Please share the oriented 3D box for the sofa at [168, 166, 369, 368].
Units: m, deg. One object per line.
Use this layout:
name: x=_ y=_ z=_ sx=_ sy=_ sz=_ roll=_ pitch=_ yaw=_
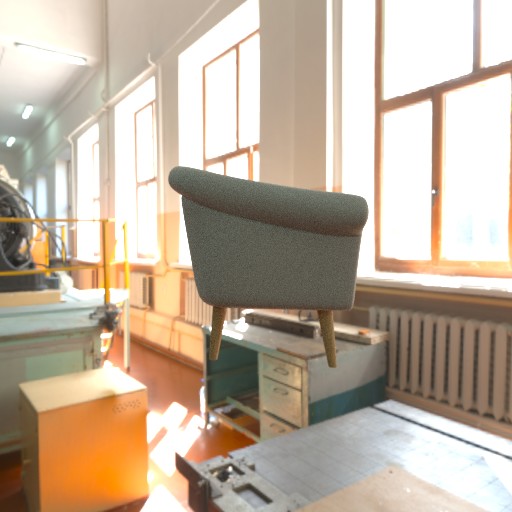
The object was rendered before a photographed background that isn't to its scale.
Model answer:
sofa: x=0.000 y=0.000 z=2.614 sx=0.827 sy=0.795 sz=2.160 roll=0 pitch=1 yaw=0
